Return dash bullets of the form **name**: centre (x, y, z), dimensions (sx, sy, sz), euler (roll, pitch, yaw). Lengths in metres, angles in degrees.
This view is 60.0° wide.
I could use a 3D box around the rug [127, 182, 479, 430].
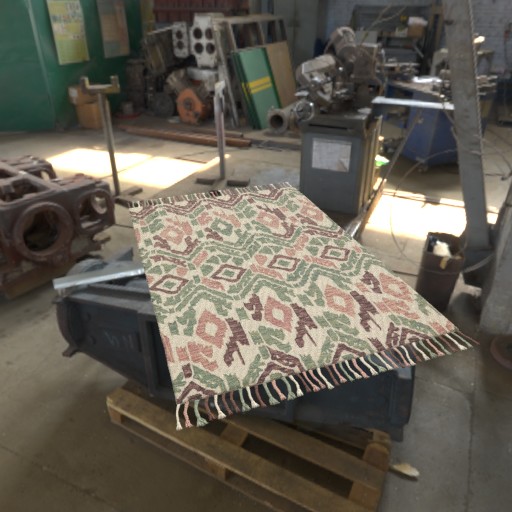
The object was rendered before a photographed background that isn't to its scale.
- **rug**: centre (0.000, 0.000, 2.977), dimensions (1.524, 0.011, 2.438), euler (-10, 32, -17)
